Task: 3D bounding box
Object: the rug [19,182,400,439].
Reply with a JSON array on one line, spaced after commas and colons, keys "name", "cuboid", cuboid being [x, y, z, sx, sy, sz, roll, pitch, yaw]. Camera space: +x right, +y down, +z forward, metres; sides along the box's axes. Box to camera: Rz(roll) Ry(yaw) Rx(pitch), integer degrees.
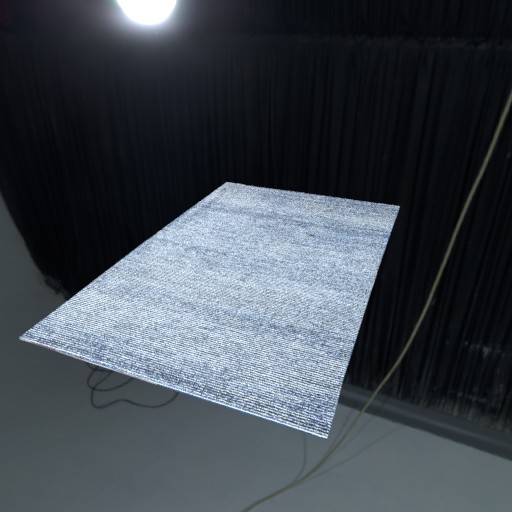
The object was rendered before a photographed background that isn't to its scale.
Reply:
[{"name": "rug", "cuboid": [0.000, 0.000, 2.155, 1.159, 0.025, 1.793, 11, 31, 19]}]
